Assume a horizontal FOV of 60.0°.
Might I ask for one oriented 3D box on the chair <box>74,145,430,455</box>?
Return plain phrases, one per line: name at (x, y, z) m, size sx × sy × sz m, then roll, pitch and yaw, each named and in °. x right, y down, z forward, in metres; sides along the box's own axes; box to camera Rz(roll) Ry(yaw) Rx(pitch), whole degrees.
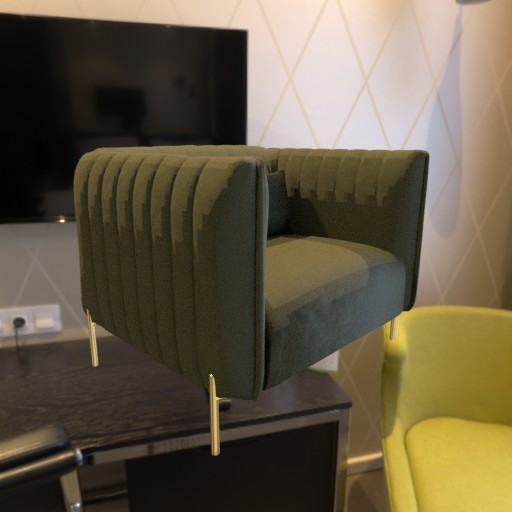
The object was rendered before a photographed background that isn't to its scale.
chair at (0.000, 0.000, 1.649) m, size 0.877 × 0.794 × 1.032 m, roll 14°, pitch 20°, yaw 42°
